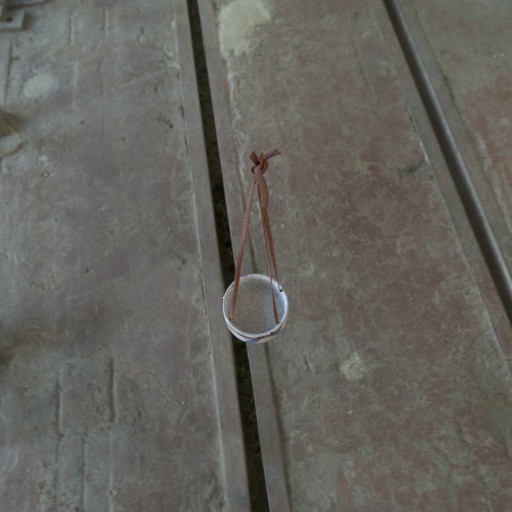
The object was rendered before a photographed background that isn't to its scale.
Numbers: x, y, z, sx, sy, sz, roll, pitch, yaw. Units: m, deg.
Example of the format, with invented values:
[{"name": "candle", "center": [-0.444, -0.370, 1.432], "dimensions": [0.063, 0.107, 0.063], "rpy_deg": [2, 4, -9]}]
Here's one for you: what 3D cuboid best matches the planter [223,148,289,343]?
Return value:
[{"name": "planter", "center": [0.000, 0.000, 0.821], "dimensions": [0.166, 0.751, 0.166], "rpy_deg": [34, 70, 14]}]
